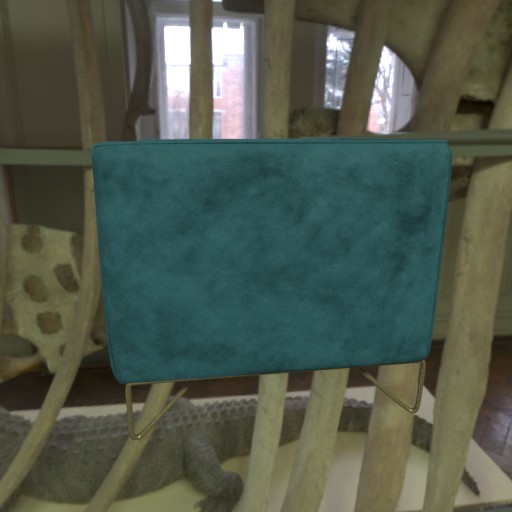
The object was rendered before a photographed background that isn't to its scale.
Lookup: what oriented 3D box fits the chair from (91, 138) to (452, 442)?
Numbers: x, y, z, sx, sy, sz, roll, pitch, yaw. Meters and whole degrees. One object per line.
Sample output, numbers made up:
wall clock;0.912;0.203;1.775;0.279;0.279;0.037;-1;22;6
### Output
chair;0.000;0.000;1.541;0.894;0.790;0.880;-2;15;-8
